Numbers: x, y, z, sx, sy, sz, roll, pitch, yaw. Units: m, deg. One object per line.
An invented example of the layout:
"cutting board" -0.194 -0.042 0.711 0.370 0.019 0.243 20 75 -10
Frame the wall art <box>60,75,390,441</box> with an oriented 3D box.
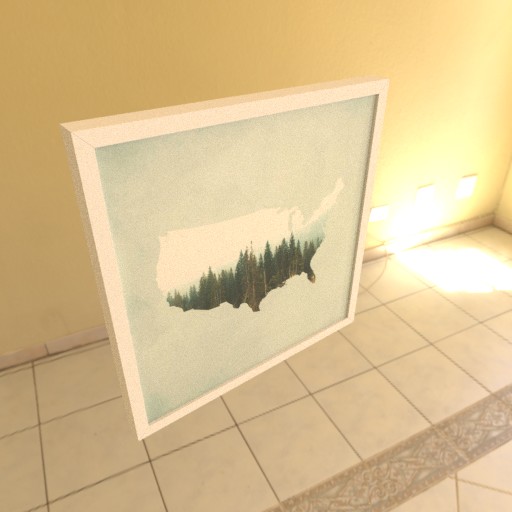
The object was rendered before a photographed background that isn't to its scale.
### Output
"wall art" 0.000 0.000 0.441 0.304 0.304 0.024 -21 37 -30
